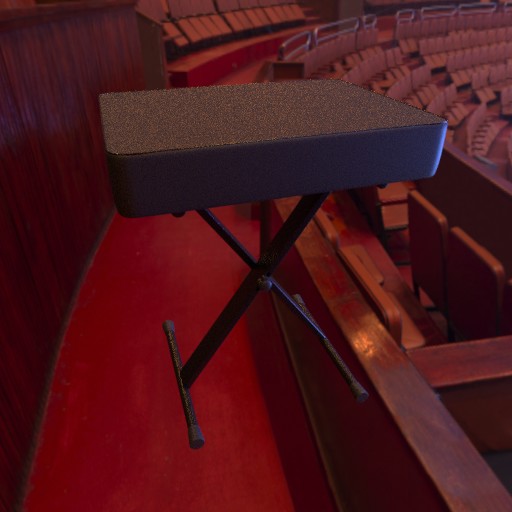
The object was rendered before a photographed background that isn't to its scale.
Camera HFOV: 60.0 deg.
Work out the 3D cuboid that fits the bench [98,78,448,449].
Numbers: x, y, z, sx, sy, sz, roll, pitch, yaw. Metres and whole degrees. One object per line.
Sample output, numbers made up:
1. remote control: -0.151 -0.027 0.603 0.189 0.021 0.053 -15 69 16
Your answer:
1. bench: 0.000 0.000 0.759 0.424 0.500 0.321 -10 33 -16
